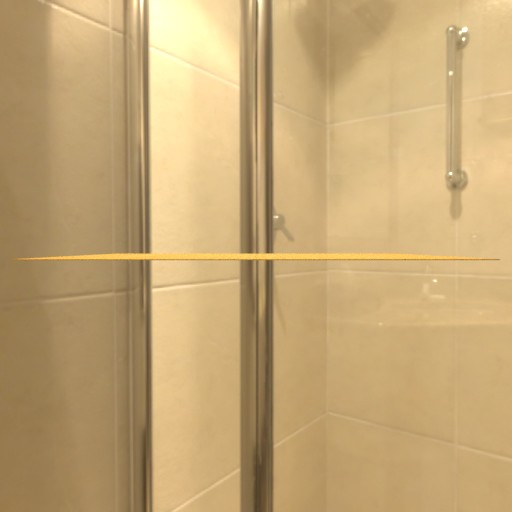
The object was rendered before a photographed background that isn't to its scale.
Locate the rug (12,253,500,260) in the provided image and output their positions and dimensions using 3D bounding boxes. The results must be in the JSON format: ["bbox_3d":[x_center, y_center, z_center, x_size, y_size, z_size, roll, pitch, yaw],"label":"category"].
[{"bbox_3d":[0.000,0.000,3.621,2.895,0.006,1.981,0,1,0],"label":"rug"}]
